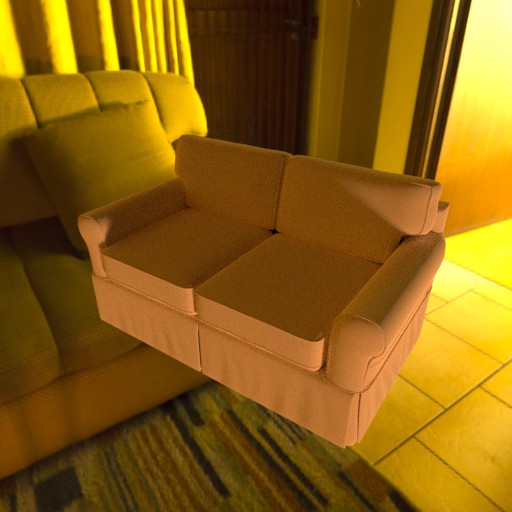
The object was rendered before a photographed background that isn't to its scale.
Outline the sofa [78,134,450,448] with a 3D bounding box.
[{"bbox_3d":[0.000,0.000,2.357,1.727,0.940,0.991,19,34,30],"label":"sofa"}]
